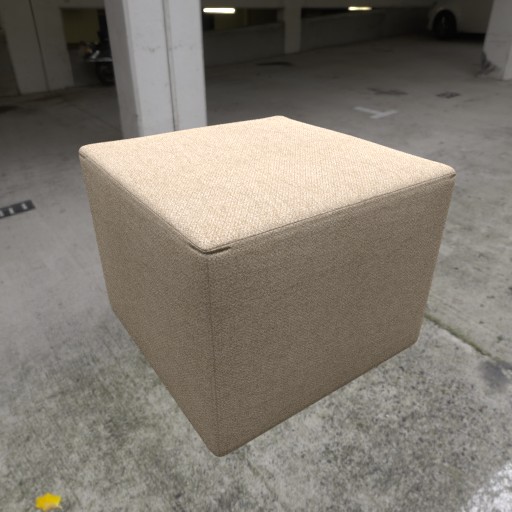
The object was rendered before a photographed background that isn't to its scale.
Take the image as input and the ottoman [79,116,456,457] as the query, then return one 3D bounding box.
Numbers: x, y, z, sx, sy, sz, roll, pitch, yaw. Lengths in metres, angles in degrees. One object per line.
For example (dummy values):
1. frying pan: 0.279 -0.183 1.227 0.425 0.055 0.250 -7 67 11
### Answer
1. ottoman: 0.000 0.000 0.891 0.508 0.432 0.508 -19 35 -30
